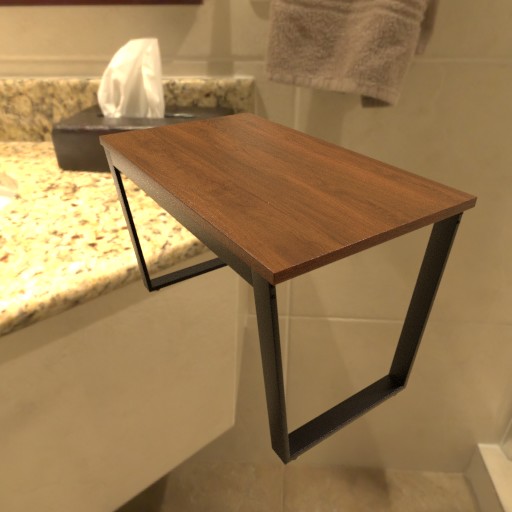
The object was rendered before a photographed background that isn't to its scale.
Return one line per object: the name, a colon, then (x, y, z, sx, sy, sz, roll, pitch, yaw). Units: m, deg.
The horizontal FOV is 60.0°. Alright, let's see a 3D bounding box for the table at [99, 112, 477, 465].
table: (0.000, 0.000, 1.716, 0.714, 0.760, 1.205, -19, 36, -28)
